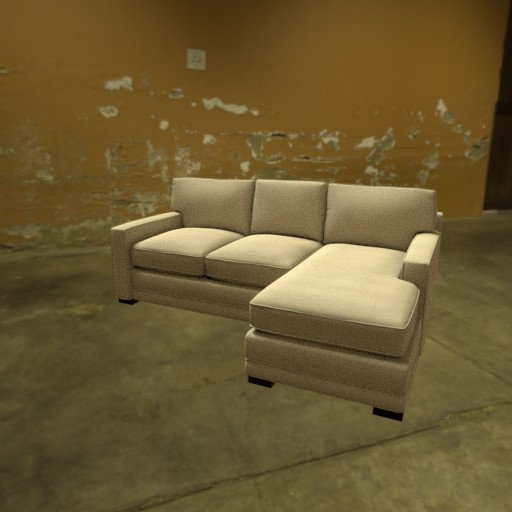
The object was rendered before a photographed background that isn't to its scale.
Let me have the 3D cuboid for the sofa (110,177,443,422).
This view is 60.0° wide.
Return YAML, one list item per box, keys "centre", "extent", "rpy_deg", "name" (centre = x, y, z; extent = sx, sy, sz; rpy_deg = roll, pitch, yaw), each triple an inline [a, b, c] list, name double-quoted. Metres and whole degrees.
- centre: [0.000, 0.000, 2.815]
  extent: [2.087, 0.861, 1.496]
  rpy_deg: [7, 16, 25]
  name: "sofa"
